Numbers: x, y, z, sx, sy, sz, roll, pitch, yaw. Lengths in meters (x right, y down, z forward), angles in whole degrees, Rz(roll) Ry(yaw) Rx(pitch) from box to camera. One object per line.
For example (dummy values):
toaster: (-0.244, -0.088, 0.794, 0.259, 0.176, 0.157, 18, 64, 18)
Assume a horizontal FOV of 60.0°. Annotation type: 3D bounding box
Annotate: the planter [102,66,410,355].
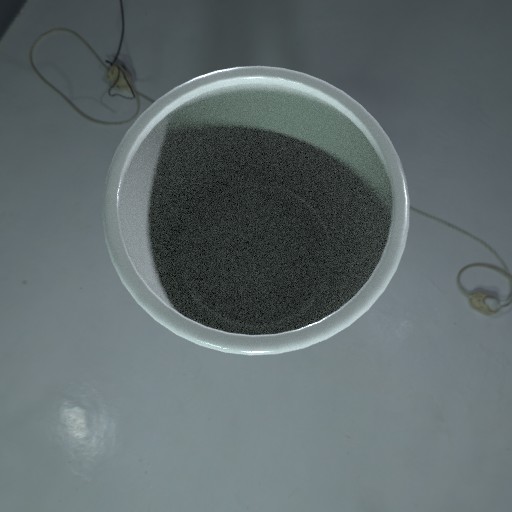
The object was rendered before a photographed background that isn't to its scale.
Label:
planter: (0.000, 0.000, 0.573, 0.265, 0.404, 0.265, 20, 76, 5)
